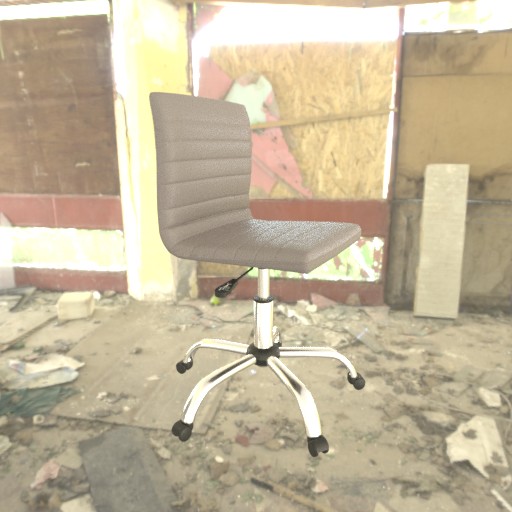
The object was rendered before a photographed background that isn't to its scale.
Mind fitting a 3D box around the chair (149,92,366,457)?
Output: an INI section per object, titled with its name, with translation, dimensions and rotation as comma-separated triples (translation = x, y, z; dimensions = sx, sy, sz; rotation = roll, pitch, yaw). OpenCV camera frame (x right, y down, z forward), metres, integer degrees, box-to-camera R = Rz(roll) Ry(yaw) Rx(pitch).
[chair]
translation = 0.000, 0.000, 1.135
dimensions = 0.530, 0.780, 0.556
rotation = 8, 16, 27
